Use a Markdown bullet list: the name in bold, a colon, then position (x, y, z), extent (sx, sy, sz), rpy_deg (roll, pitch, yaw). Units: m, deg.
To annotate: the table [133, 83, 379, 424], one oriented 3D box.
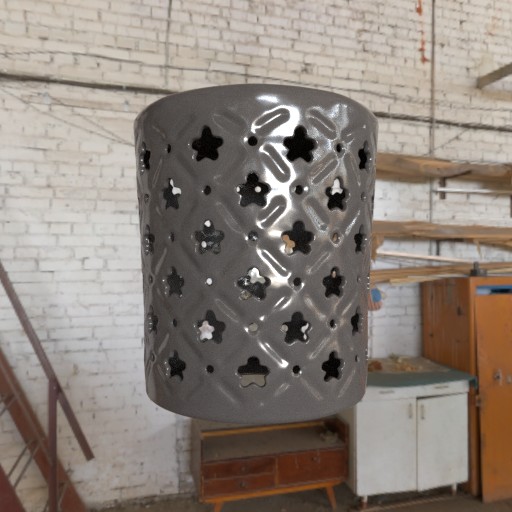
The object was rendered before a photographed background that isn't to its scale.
- **table**: position (0.000, 0.000, 0.658), extent (0.352, 0.387, 0.352), rpy_deg (0, 0, 0)
